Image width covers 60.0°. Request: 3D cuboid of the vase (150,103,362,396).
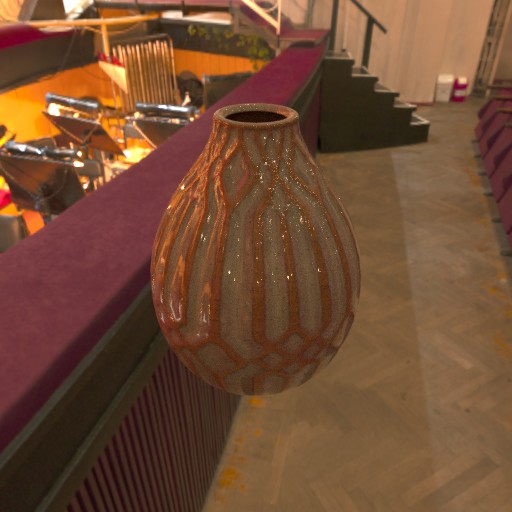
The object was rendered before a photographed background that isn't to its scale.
[{"bbox_3d":[0.000,0.000,0.275,0.131,0.175,0.131,0,32,0],"label":"vase"}]
